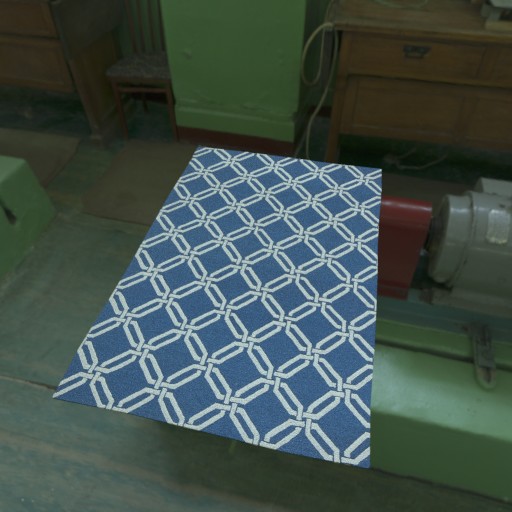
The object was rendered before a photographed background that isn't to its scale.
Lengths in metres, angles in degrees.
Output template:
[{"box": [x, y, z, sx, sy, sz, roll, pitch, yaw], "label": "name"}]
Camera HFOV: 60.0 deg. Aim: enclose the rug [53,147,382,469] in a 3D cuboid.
[{"box": [0.000, 0.000, 2.125, 1.153, 0.010, 1.755, 9, 46, 9], "label": "rug"}]
